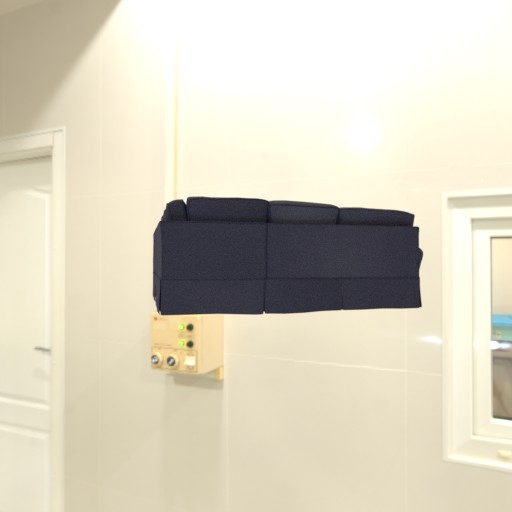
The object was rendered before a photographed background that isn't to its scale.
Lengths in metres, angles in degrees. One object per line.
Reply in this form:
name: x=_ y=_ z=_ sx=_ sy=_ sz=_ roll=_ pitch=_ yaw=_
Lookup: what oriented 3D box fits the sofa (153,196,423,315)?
sofa: x=0.000 y=0.000 z=5.321 sx=3.773 sy=1.169 sz=2.874 roll=0 pitch=-1 yaw=17
